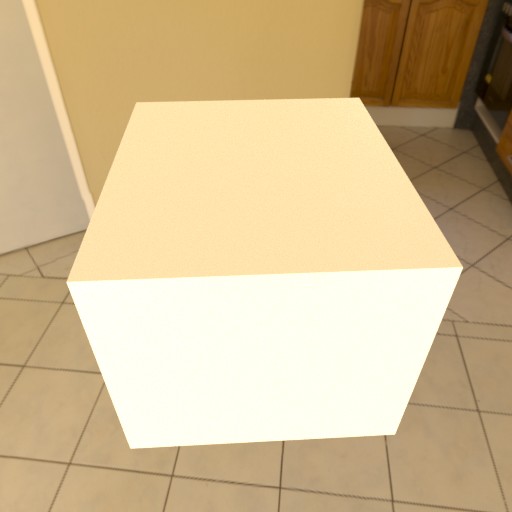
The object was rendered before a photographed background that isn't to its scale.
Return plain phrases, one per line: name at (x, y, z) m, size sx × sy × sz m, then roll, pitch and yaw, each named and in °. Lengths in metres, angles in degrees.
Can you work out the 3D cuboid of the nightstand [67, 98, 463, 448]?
nightstand at (0.000, 0.000, 0.747) m, size 0.408 × 0.351 × 0.470 m, roll -2°, pitch 41°, yaw -2°
